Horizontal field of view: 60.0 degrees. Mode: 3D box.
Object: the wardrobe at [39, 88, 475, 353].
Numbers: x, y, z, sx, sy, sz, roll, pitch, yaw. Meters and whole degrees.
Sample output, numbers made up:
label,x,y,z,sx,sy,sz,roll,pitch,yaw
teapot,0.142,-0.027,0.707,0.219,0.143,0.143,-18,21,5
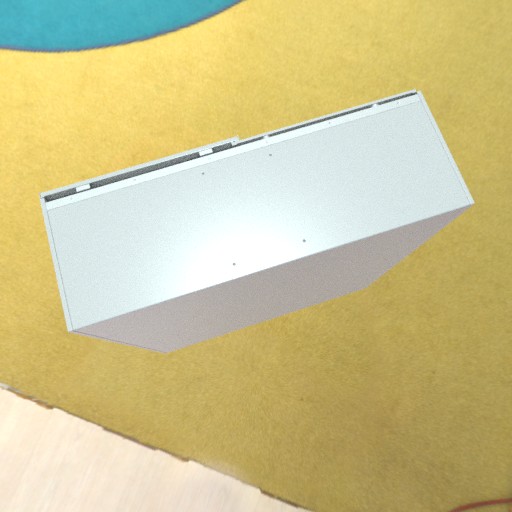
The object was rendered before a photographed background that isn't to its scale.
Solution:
label,x,y,z,sx,sy,sz,roll,pitch,yaw
wardrobe,0.000,0.000,2.857,1.780,1.960,0.629,-17,76,-5
